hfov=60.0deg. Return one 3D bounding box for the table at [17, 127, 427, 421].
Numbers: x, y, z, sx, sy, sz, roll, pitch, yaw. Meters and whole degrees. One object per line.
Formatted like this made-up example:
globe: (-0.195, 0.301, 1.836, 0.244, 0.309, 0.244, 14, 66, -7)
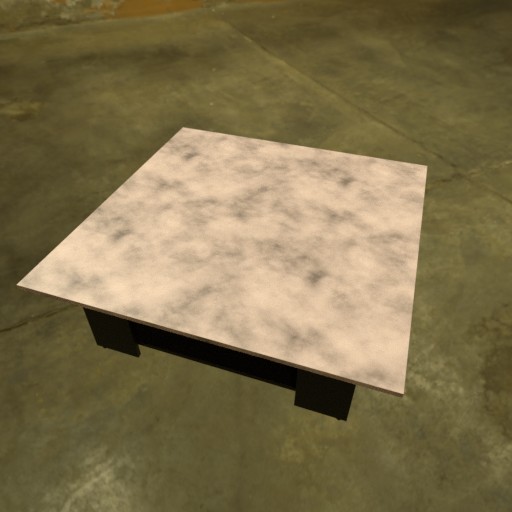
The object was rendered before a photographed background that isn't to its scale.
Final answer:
table: (0.000, 0.000, 1.353, 0.890, 0.305, 0.890, 13, 43, 14)
